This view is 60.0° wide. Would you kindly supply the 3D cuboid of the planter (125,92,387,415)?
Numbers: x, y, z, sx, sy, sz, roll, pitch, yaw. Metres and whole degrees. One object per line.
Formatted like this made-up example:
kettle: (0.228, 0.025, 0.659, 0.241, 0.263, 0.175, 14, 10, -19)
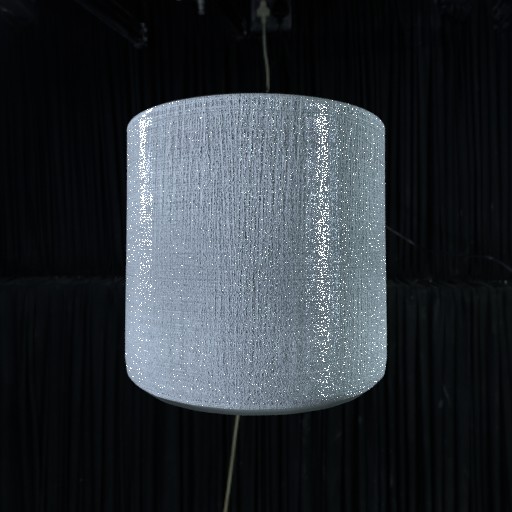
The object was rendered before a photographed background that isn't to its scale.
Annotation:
planter: (0.000, 0.000, 0.283, 0.160, 0.156, 0.160, 0, 1, 0)
